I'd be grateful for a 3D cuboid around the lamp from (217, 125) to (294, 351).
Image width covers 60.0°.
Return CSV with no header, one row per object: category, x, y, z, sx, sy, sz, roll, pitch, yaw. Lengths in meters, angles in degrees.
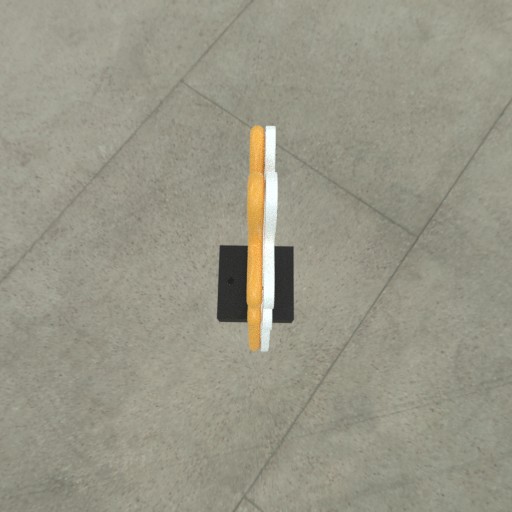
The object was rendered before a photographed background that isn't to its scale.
lamp,0.000,0.000,0.401,0.088,0.317,0.167,1,76,0
